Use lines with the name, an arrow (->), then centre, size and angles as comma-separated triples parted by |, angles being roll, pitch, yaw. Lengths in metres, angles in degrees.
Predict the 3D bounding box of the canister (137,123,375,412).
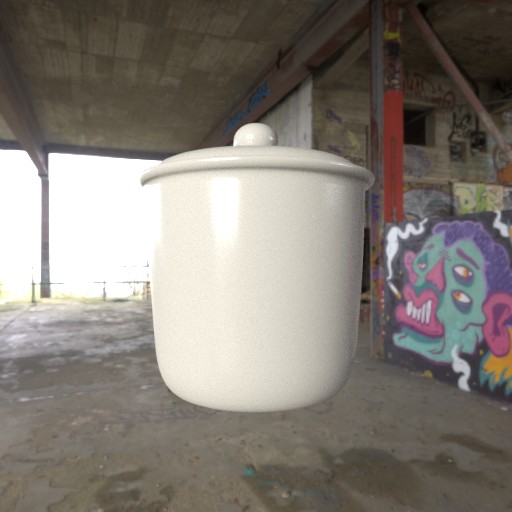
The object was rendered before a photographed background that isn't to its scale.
canister -> 0.000, 0.000, 0.351 | 0.182, 0.208, 0.182 | 0, 0, 0
